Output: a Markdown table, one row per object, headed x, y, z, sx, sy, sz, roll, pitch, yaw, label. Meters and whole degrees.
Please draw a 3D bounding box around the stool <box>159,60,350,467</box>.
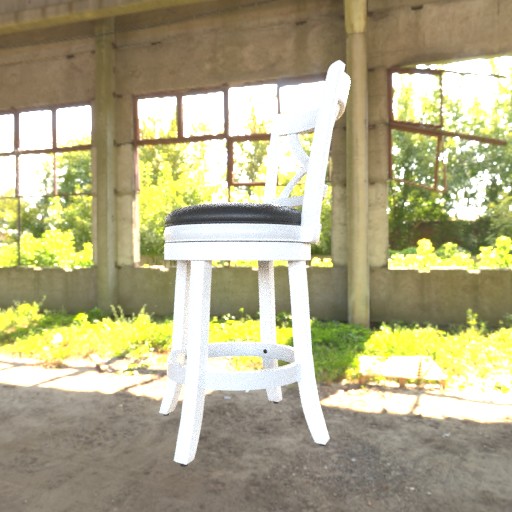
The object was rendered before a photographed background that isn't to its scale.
| x | y | z | sx | sy | sz | roll | pitch | yaw | label |
| --- | --- | --- | --- | --- | --- | --- | --- | --- | --- |
| 0.000 | 0.000 | 1.242 | 0.508 | 0.953 | 0.444 | 0 | 0 | -18 | stool |
